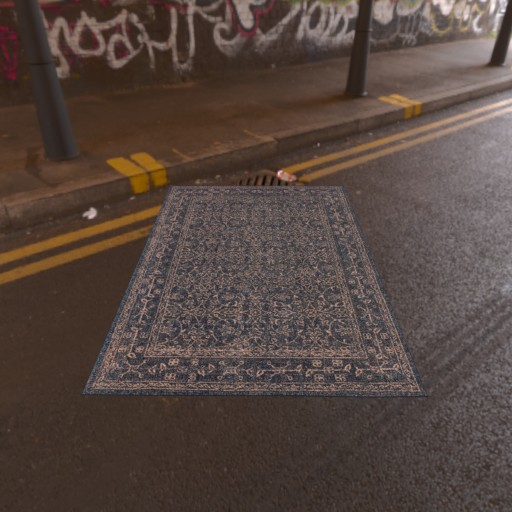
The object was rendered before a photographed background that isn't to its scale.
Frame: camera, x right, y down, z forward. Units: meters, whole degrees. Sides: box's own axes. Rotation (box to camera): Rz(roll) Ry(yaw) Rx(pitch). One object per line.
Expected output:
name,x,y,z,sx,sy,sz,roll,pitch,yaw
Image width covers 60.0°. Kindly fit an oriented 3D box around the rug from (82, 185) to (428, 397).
rug,0.000,0.000,2.300,1.200,0.005,1.819,0,32,0
